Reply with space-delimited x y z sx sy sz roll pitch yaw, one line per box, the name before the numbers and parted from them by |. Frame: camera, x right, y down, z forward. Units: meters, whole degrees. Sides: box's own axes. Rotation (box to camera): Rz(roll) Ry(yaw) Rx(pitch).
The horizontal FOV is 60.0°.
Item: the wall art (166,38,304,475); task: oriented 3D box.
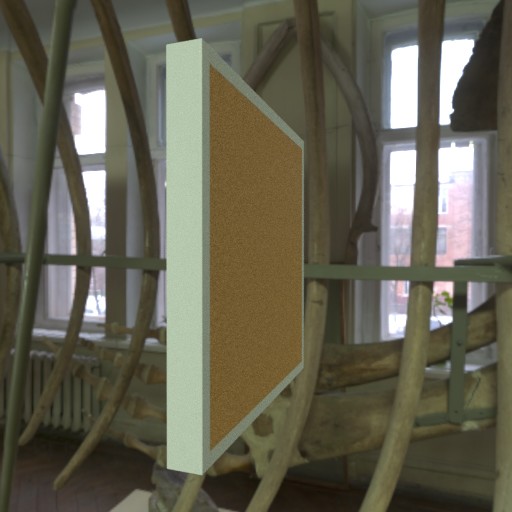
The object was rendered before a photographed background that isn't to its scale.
wall art | 0.000 0.000 0.609 0.038 0.406 0.406 0 1 20
